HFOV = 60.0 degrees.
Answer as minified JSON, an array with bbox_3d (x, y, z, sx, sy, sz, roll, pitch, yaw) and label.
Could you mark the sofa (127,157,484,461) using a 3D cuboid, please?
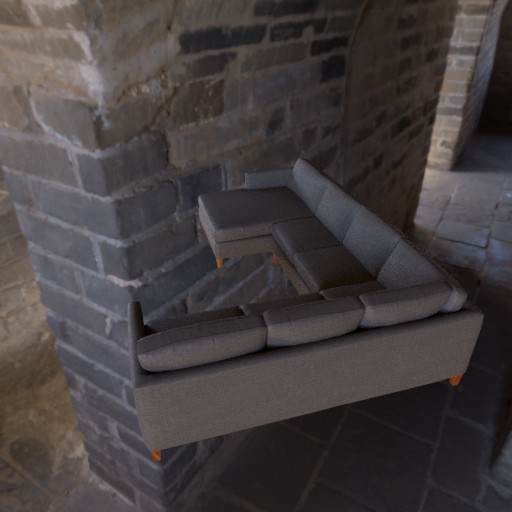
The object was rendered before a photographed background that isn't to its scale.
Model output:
[{"bbox_3d":[0.000,0.000,4.517,2.594,0.961,3.460,-9,32,-14],"label":"sofa"}]
